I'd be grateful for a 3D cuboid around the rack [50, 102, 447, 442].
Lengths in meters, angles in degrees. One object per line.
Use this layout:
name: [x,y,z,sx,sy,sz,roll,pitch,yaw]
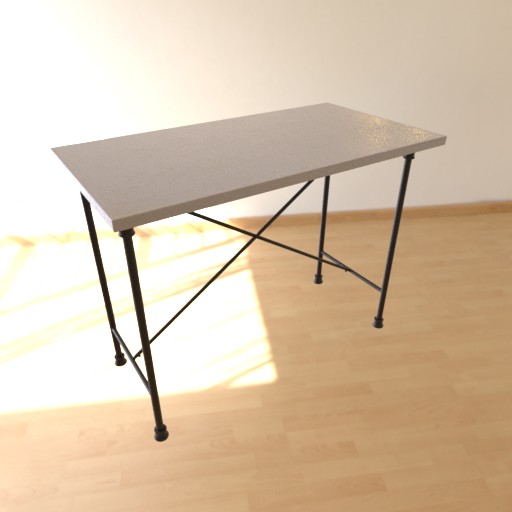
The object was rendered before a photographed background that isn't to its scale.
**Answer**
rack: [0.000,0.000,1.685,1.159,0.880,0.613,-19,36,-28]
